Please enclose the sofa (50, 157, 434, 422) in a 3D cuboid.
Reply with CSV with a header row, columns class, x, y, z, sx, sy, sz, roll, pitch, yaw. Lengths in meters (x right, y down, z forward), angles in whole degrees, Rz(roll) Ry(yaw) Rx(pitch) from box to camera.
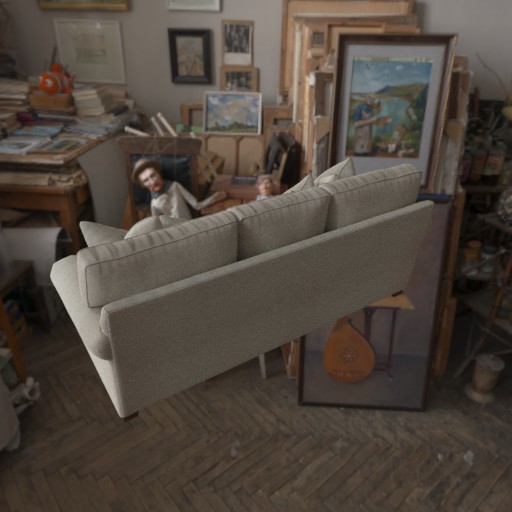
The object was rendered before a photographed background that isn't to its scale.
class,x,y,z,sx,sy,sz,roll,pitch,yaw
sofa,0.000,0.000,2.820,2.312,0.975,0.965,-18,34,-29
